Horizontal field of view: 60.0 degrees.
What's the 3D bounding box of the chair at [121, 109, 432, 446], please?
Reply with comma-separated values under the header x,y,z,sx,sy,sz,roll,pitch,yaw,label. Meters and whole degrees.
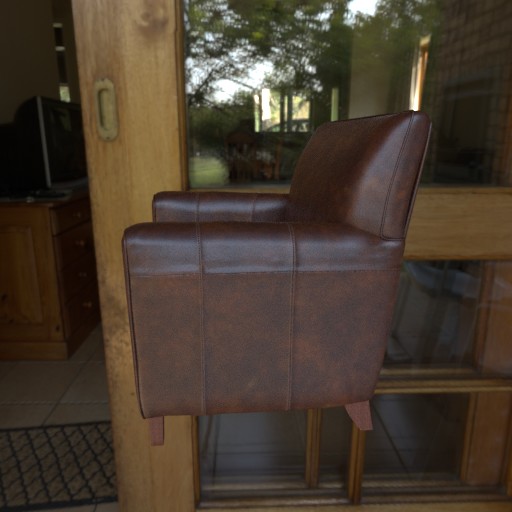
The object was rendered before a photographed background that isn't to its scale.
x,y,z,sx,sy,sz,roll,pitch,yaw,label
0.000,0.000,1.564,0.823,0.943,0.870,-2,15,-7,chair
